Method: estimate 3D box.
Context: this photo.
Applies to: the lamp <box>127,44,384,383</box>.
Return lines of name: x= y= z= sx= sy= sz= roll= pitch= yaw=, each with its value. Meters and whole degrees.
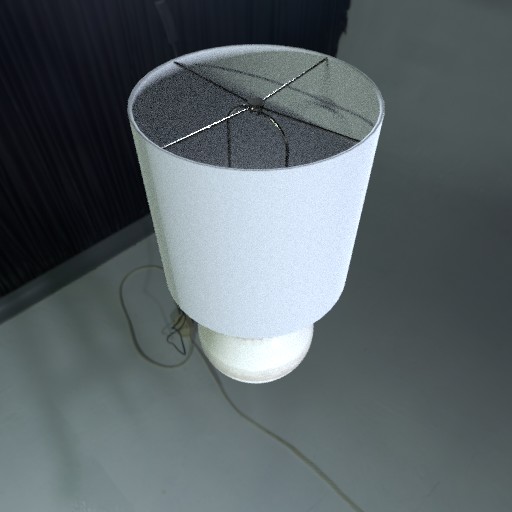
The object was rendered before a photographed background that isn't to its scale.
lamp: x=0.000 y=0.000 z=0.528 sx=0.217 sy=0.404 sz=0.217 roll=33 pitch=55 yaw=27
